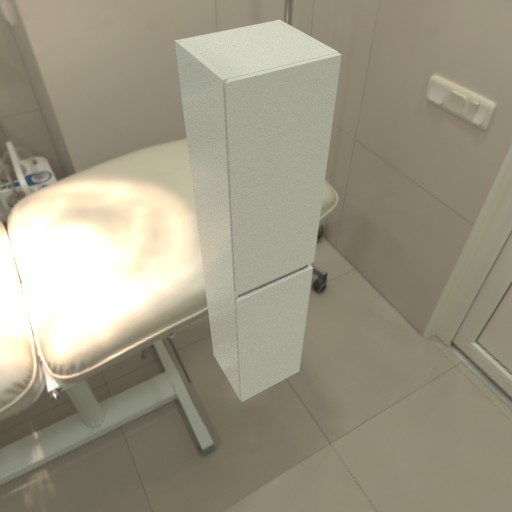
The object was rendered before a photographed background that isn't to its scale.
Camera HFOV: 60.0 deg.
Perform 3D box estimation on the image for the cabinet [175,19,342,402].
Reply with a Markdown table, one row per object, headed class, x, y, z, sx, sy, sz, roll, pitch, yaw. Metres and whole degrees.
| class | x | y | z | sx | sy | sz | roll | pitch | yaw |
| --- | --- | --- | --- | --- | --- | --- | --- | --- | --- |
| cabinet | 0.000 | 0.000 | 1.542 | 0.300 | 1.400 | 0.270 | -22 | 49 | -21 |
